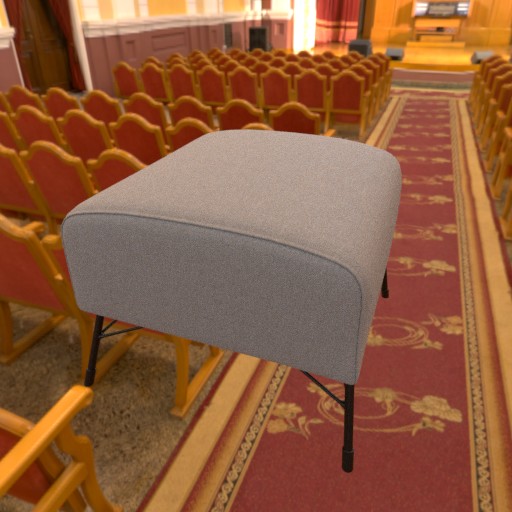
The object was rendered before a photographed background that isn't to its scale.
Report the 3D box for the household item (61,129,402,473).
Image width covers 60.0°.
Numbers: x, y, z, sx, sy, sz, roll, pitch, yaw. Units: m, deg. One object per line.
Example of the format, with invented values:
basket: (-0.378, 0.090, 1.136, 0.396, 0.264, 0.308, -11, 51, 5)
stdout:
household item: (0.000, 0.000, 0.901, 0.530, 0.410, 0.530, 11, 32, 18)
